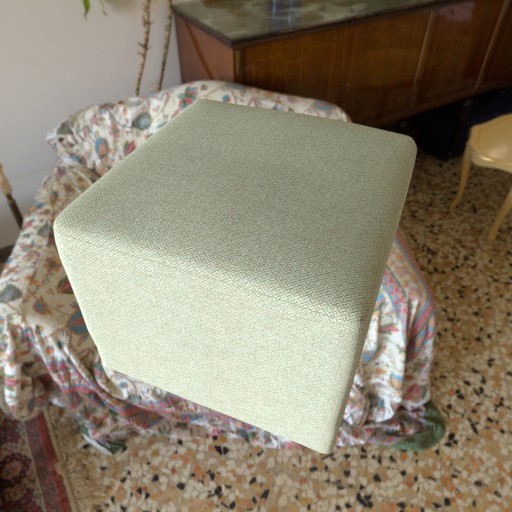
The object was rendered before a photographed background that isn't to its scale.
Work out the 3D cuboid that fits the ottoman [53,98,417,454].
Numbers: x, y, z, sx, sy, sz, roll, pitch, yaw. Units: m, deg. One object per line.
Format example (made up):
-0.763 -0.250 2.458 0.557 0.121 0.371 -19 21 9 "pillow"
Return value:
0.000 0.000 0.921 0.512 0.453 0.521 16 45 16 "ottoman"
